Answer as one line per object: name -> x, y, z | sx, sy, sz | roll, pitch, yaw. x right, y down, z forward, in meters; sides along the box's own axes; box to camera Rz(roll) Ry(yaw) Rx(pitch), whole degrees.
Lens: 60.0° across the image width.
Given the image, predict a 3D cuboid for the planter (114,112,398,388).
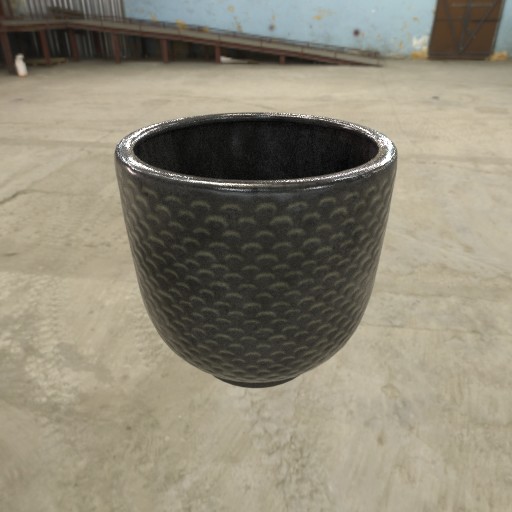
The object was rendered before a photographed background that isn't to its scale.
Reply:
planter -> 0.000, 0.000, 0.361 | 0.197, 0.191, 0.197 | 0, 29, 0
